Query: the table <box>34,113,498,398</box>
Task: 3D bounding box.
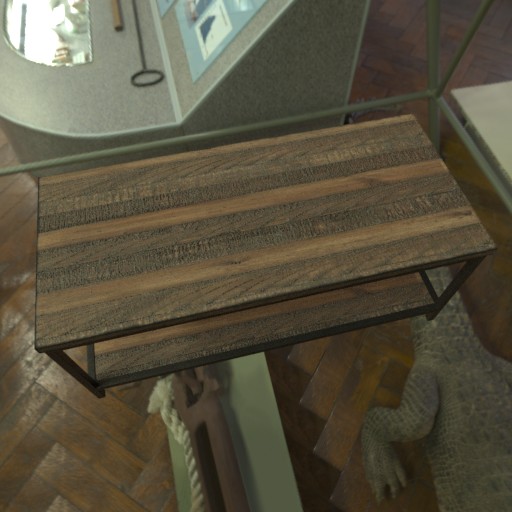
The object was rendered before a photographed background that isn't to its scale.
[{"bbox_3d":[0.000,0.000,1.202,0.990,0.399,0.452,-12,59,-7],"label":"table"}]
